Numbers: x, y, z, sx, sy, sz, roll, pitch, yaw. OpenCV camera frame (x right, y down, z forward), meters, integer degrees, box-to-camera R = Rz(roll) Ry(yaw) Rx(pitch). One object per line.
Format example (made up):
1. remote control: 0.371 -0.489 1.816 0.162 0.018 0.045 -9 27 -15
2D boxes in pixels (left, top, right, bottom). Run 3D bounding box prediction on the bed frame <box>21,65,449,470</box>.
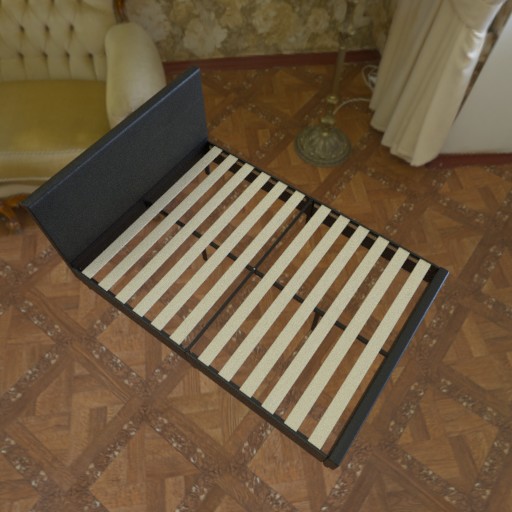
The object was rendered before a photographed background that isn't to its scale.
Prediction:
1. bed frame: 0.000 0.000 2.864 2.152 1.046 1.469 32 64 17
